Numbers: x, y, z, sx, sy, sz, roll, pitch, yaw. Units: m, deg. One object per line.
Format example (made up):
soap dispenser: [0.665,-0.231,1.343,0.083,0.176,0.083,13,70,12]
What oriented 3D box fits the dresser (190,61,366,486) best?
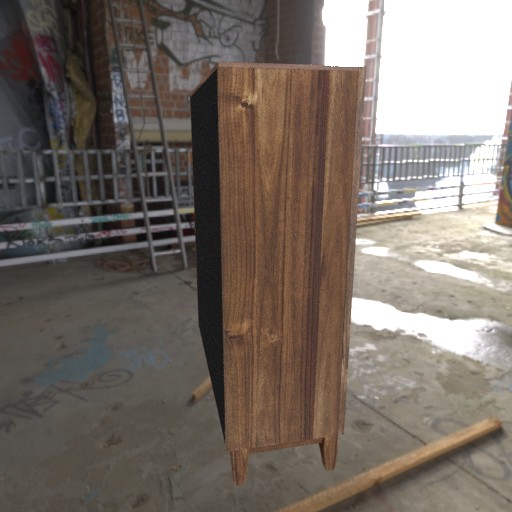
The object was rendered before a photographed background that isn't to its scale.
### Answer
dresser: [0.000,0.000,1.917,0.442,1.393,1.062,-3,16,-12]
